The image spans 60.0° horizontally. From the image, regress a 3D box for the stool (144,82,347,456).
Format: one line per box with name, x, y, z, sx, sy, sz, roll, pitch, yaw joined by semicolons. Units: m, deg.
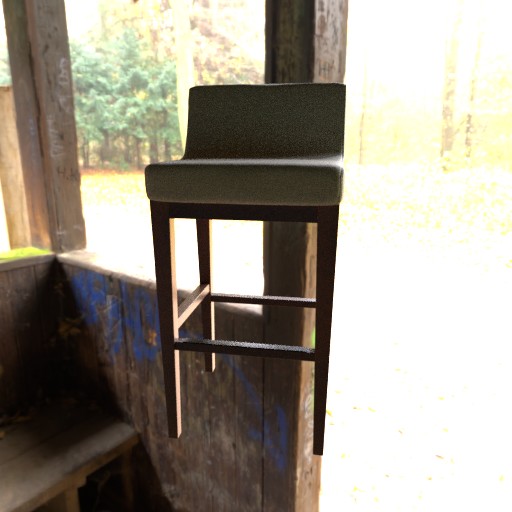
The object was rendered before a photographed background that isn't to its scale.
stool;0.000;0.000;1.369;0.511;1.037;0.500;3;15;9
